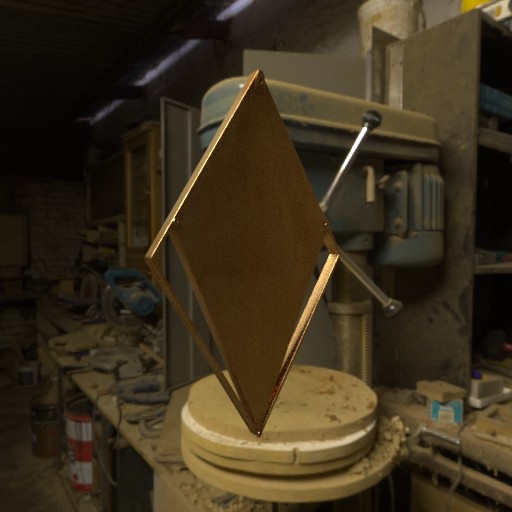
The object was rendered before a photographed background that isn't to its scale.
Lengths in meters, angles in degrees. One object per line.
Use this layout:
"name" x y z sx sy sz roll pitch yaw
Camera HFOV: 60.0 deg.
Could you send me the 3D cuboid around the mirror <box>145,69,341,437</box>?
"mirror" 0.000 0.000 0.826 0.419 0.679 0.032 -1 2 -35
